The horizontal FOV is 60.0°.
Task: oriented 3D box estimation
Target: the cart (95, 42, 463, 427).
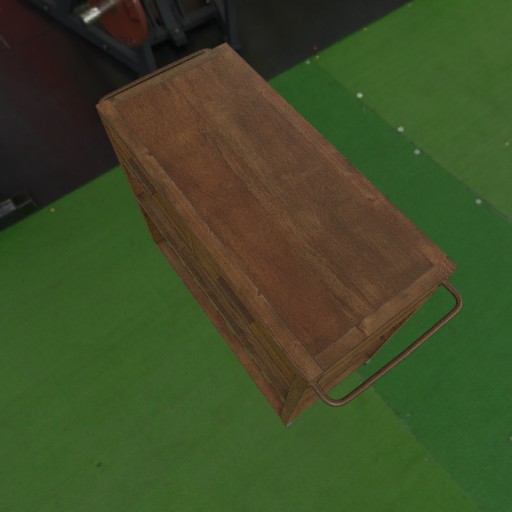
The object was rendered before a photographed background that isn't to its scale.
[{"bbox_3d":[0.000,0.000,1.458,0.445,0.830,1.065,-33,68,-15],"label":"cart"}]
